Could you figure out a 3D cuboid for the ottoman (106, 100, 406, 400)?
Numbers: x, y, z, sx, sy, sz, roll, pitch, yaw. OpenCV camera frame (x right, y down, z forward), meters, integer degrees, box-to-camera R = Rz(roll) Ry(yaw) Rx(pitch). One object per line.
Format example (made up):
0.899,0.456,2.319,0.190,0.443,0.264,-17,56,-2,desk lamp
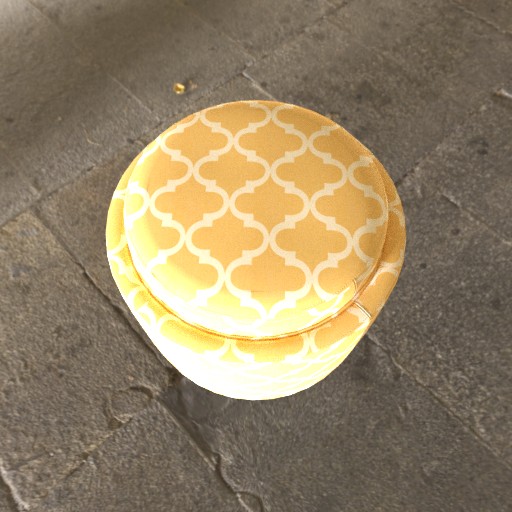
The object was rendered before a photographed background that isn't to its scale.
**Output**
0.000,0.000,0.830,0.480,0.429,0.480,0,63,0,ottoman
